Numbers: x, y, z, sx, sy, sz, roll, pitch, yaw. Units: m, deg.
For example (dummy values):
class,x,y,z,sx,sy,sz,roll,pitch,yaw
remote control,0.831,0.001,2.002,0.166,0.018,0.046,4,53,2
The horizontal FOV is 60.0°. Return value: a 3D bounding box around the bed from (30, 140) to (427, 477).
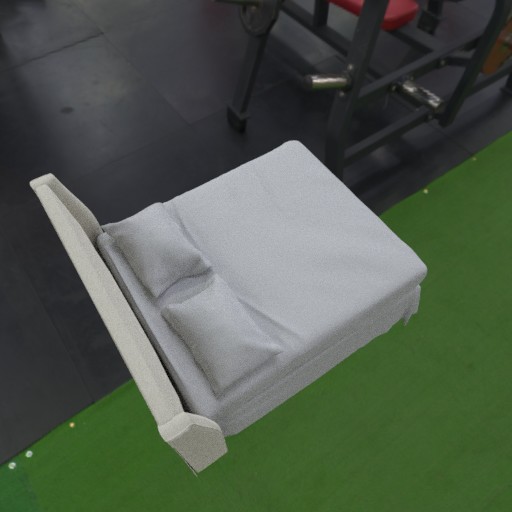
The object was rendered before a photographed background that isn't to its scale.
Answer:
class,x,y,z,sx,sy,sz,roll,pitch,yaw
bed,0.000,0.000,3.306,2.276,1.332,1.925,-29,62,-17
